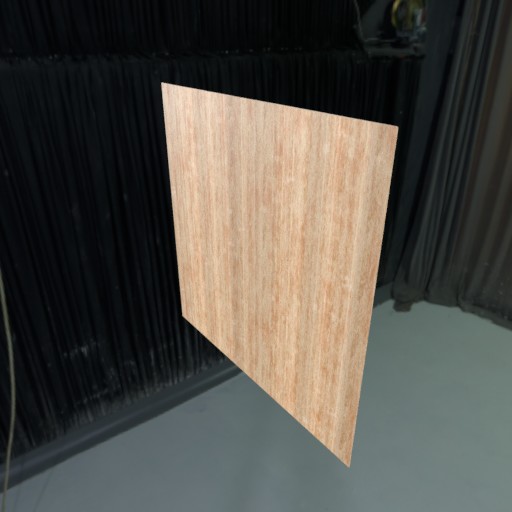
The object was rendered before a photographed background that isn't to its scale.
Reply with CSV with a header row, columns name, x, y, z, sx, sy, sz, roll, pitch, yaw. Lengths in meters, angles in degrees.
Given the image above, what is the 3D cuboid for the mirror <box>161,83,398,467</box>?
name,x,y,z,sx,sy,sz,roll,pitch,yaw
mirror,0.000,0.000,0.957,0.047,0.651,0.651,-20,33,-33
